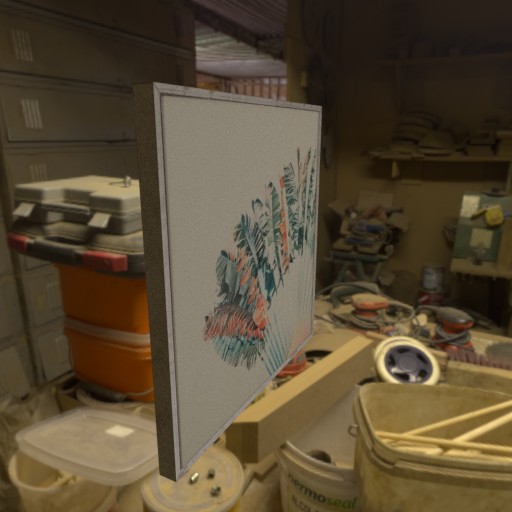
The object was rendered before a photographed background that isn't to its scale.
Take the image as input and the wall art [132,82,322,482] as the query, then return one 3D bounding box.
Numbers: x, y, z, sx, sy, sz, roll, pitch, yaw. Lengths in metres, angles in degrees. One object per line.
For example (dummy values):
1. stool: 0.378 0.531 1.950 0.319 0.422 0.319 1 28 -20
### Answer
1. wall art: 0.000 0.000 0.752 0.029 0.506 0.508 8 18 27
